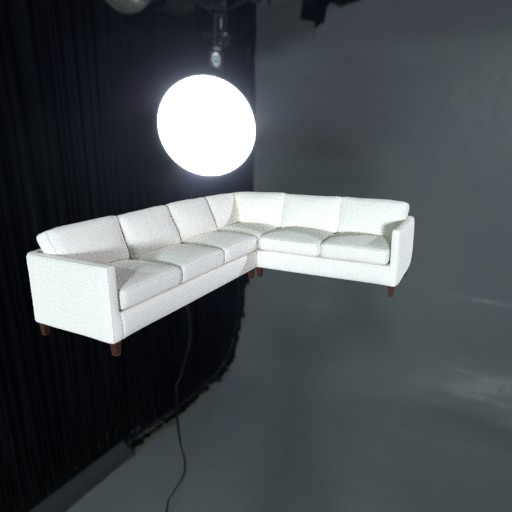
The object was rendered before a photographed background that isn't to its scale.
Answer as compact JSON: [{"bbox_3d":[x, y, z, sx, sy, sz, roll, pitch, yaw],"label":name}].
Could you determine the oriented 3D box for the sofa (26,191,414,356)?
[{"bbox_3d":[0.000,0.000,4.469,2.593,0.947,3.302,7,16,26],"label":"sofa"}]
